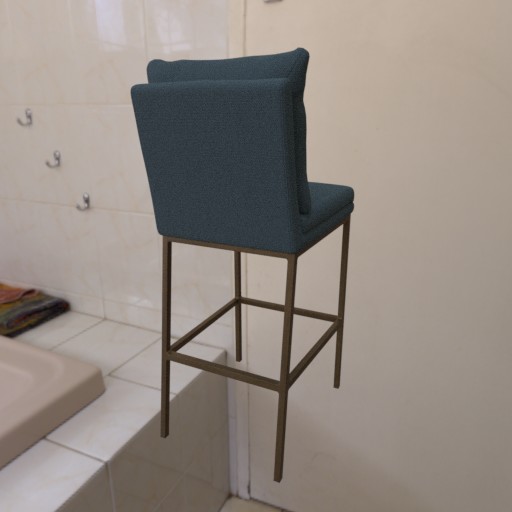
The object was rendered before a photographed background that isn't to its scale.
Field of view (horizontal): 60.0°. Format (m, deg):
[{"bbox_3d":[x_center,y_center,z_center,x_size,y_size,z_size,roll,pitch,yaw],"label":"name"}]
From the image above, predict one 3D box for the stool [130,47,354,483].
[{"bbox_3d":[0.000,0.000,1.391,0.463,1.124,0.568,9,19,26],"label":"stool"}]
